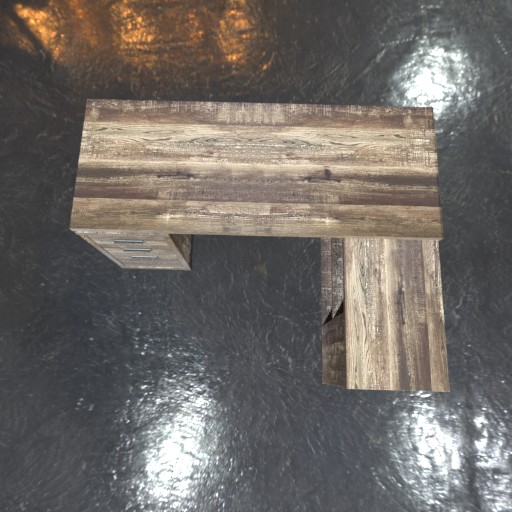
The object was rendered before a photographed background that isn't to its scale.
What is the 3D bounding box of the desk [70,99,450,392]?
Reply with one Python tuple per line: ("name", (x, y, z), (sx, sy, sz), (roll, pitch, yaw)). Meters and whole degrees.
("desk", (0.000, 0.000, 2.169), (1.524, 0.753, 1.200), (2, 76, 0))
